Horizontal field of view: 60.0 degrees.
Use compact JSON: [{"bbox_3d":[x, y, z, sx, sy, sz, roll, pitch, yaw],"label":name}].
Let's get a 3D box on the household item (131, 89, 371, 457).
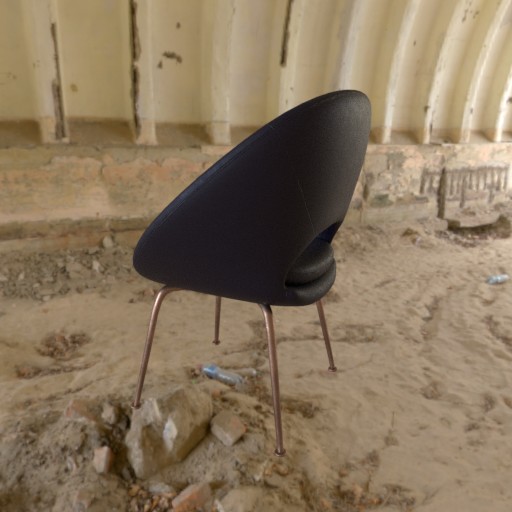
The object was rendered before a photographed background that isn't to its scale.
[{"bbox_3d":[0.000,0.000,1.246,0.573,0.852,0.623,7,17,25],"label":"household item"}]
